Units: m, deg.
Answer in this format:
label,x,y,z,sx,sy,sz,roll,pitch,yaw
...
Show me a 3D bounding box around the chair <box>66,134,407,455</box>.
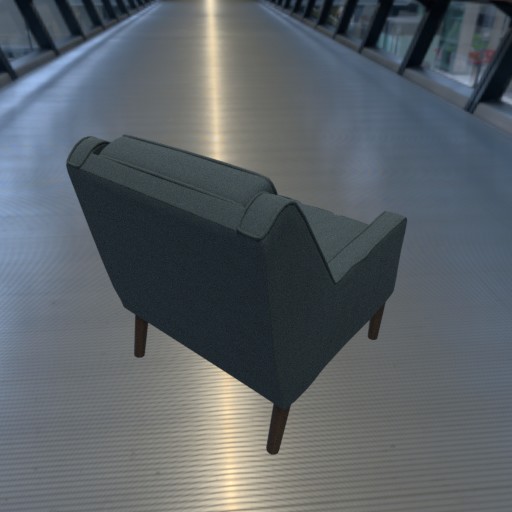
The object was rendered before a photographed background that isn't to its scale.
label,x,y,z,sx,sy,sz,roll,pitch,yaw
chair,0.000,0.000,1.352,0.663,0.780,0.733,23,38,33
